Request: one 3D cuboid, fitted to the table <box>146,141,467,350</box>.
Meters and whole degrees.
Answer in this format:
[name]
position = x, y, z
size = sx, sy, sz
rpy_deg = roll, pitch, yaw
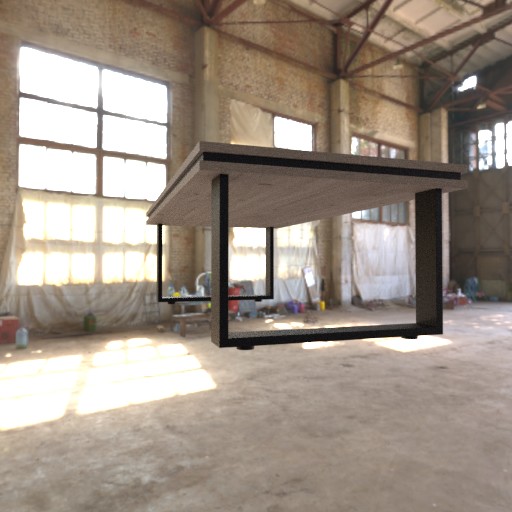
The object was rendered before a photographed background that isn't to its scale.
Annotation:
[table]
position = 0.000, 0.000, 1.670
size = 0.700, 0.450, 1.350
rpy_deg = 0, -1, -18
